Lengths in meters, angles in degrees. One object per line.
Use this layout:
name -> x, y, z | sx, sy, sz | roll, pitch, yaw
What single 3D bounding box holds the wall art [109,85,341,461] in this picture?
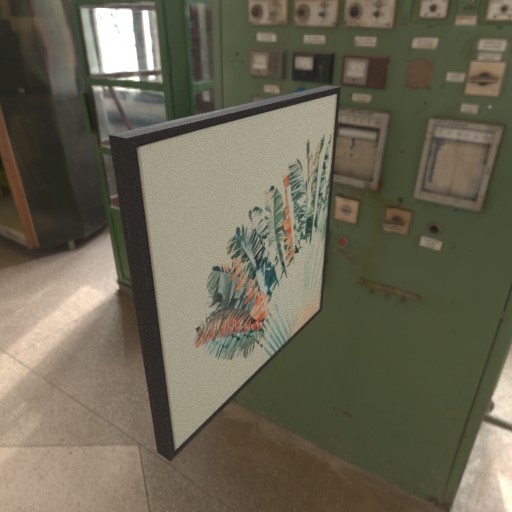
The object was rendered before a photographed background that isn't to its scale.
wall art -> 0.000, 0.000, 1.157 | 0.043, 0.758, 0.762 | 18, 33, 31
